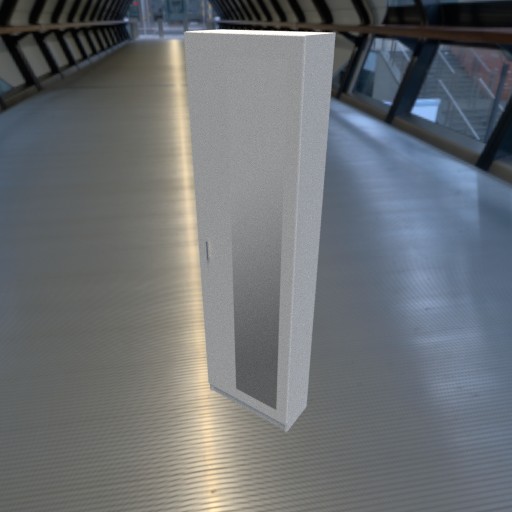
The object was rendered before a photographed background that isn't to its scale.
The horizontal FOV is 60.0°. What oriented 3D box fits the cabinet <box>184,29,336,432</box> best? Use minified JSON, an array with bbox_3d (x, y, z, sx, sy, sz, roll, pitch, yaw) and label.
[{"bbox_3d":[0.000,0.000,1.985,0.500,1.790,0.230,19,34,30],"label":"cabinet"}]
